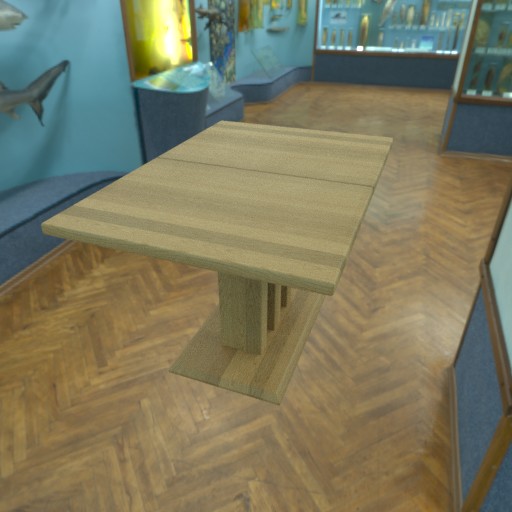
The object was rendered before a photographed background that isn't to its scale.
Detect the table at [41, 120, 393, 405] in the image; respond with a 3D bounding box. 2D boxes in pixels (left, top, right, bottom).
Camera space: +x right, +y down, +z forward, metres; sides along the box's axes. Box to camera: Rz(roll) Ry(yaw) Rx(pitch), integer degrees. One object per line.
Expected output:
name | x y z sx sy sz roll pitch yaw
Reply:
table | 0.000 0.000 1.913 0.900 0.770 1.300 11 33 18
